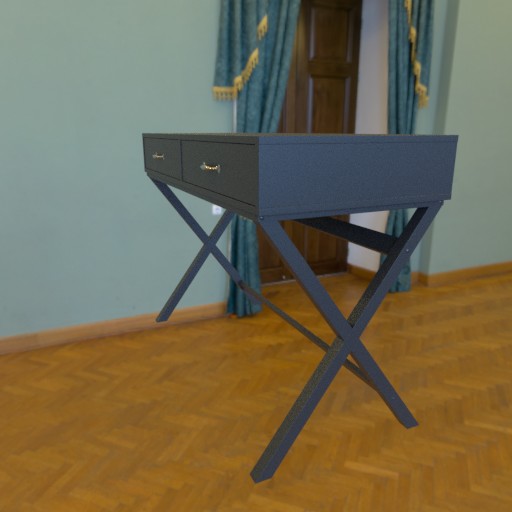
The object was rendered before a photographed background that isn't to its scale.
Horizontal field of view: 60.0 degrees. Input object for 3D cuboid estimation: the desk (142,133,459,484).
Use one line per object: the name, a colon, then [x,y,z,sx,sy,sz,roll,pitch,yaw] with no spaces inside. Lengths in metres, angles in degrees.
desk: [0.000,0.000,1.468,0.525,0.780,1.057,-7,17,-24]
